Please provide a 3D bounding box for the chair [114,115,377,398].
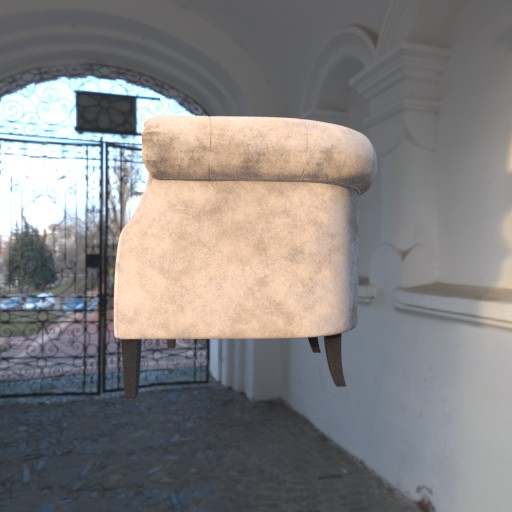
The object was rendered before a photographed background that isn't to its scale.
[{"bbox_3d":[0.000,0.000,1.654,0.851,0.826,0.904,0,0,-1],"label":"chair"}]
